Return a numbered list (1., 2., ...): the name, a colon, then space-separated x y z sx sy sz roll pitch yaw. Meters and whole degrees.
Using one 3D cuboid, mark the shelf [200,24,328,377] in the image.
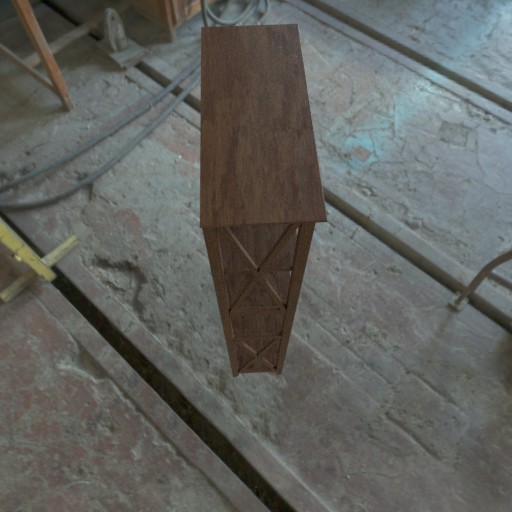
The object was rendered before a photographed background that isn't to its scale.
1. shelf: 0.000 0.000 2.187 0.335 1.905 0.805 -3 63 -1
